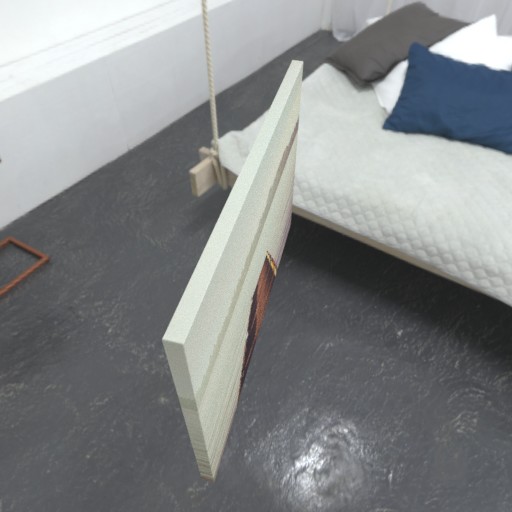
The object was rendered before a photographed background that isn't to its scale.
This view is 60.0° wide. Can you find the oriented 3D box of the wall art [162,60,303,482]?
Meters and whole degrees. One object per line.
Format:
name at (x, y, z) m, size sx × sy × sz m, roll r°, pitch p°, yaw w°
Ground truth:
wall art at (0.000, 0.000, 1.414) m, size 0.040 × 0.765 × 1.149 m, roll 11°, pitch 48°, yaw 10°
